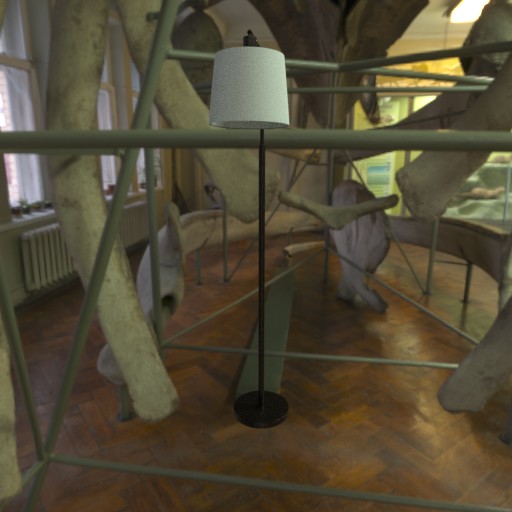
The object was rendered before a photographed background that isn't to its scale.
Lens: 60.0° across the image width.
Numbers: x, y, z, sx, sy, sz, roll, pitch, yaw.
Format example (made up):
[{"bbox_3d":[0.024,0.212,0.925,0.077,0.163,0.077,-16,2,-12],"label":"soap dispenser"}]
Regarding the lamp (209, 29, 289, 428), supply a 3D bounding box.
[{"bbox_3d":[0.000,0.000,1.639,0.254,1.478,0.508,3,15,10],"label":"lamp"}]
